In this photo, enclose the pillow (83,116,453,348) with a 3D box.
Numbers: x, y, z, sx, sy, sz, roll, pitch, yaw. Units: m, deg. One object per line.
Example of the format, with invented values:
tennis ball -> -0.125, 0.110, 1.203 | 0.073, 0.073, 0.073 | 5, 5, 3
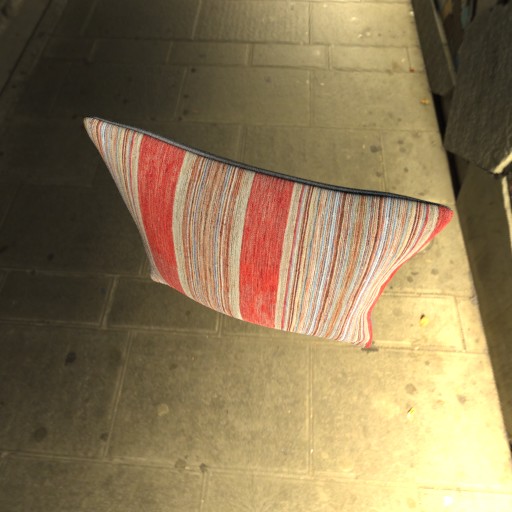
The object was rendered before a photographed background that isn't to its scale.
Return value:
pillow -> 0.000, 0.000, 0.663 | 0.437, 0.419, 0.136 | 16, 61, 9
